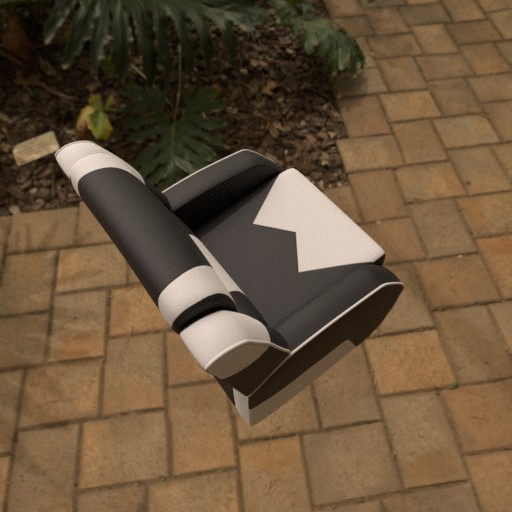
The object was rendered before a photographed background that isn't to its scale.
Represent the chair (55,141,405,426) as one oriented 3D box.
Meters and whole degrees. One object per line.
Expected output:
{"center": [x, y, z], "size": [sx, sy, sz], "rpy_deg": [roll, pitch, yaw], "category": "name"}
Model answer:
{"center": [0.000, 0.000, 1.254], "size": [0.672, 0.805, 0.620], "rpy_deg": [-33, 63, -19], "category": "chair"}
